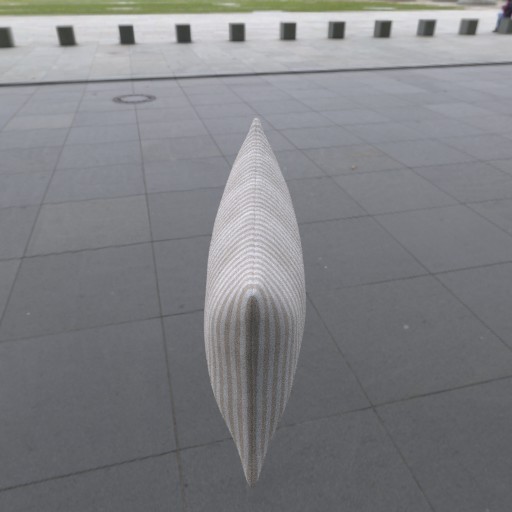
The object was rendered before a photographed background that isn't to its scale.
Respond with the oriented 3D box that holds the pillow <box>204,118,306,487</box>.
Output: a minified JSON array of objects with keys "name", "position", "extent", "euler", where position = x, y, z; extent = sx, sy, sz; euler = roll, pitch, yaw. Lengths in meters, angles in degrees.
[{"name":"pillow","position":[0.000,0.000,0.729],"extent":[0.151,0.295,0.617],"euler":[0,31,0]}]
